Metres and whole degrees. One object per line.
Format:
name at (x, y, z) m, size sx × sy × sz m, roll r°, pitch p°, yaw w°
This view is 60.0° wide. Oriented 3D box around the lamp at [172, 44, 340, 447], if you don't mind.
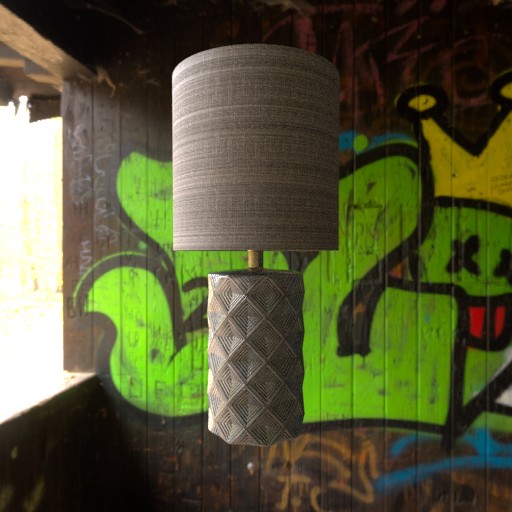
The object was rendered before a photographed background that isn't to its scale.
lamp at (0.000, 0.000, 0.726) m, size 0.269 × 0.566 × 0.268 m, roll 0°, pitch 0°, yaw -19°
